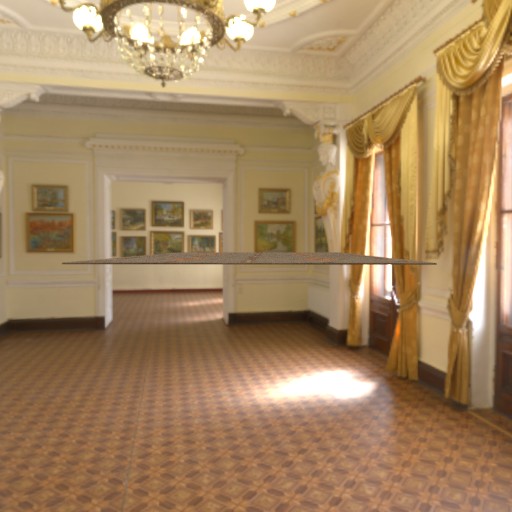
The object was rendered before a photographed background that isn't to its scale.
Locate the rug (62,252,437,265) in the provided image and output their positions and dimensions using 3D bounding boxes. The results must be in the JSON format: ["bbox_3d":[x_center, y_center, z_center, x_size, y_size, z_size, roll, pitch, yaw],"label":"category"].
[{"bbox_3d":[0.000,0.000,2.999,1.515,0.007,2.427,0,1,2],"label":"rug"}]
